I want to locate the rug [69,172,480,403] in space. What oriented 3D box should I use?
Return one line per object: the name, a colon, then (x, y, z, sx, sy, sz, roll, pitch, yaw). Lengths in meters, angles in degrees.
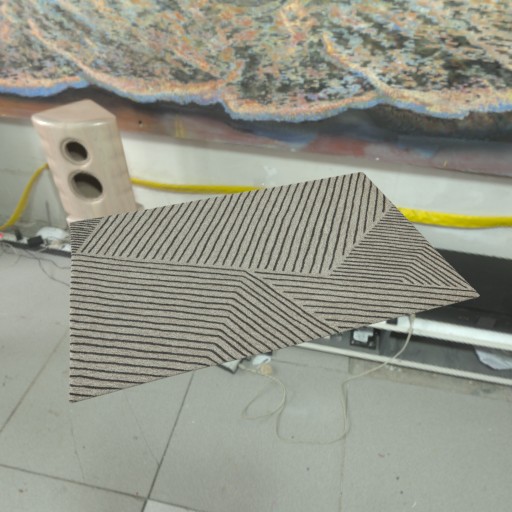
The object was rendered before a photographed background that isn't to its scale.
rug: (0.000, 0.000, 2.994, 2.406, 0.023, 1.539, -12, 43, -13)
